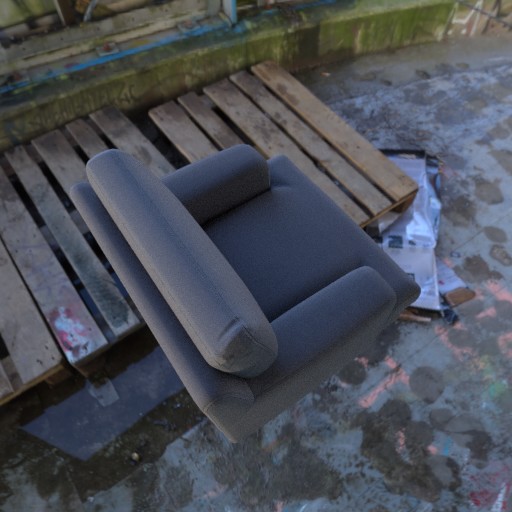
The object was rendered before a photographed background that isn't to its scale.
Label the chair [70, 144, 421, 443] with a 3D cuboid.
[{"bbox_3d":[0.000,0.000,2.010,1.143,0.940,1.168,-30,62,-18],"label":"chair"}]
